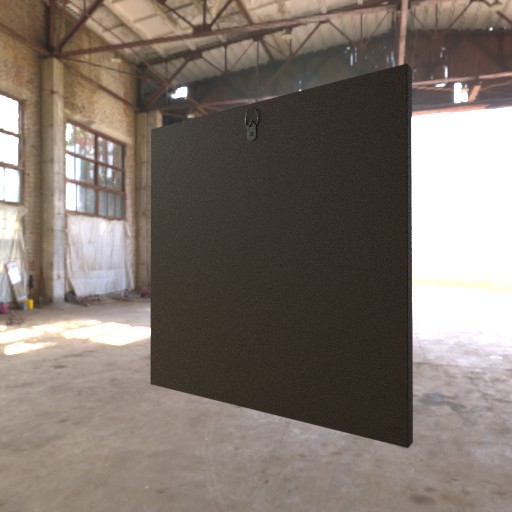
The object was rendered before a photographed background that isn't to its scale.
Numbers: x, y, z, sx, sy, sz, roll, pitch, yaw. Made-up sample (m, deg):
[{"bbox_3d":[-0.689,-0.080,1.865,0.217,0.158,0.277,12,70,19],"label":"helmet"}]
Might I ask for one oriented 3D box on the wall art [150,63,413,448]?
[{"bbox_3d":[0.000,0.000,1.175,0.805,0.807,0.043,0,-1,36],"label":"wall art"}]
